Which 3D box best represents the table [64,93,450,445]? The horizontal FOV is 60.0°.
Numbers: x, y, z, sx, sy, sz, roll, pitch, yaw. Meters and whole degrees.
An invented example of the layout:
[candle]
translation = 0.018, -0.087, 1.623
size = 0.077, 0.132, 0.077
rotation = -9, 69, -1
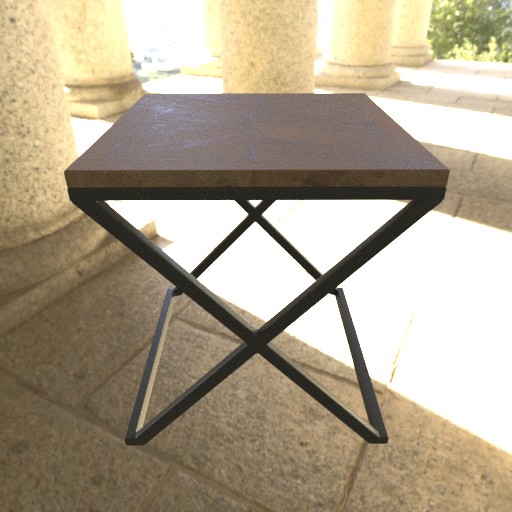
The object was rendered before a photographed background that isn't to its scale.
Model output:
[table]
translation = 0.000, 0.000, 0.917
size = 0.498, 0.550, 0.499
rotation = 0, 31, 0
